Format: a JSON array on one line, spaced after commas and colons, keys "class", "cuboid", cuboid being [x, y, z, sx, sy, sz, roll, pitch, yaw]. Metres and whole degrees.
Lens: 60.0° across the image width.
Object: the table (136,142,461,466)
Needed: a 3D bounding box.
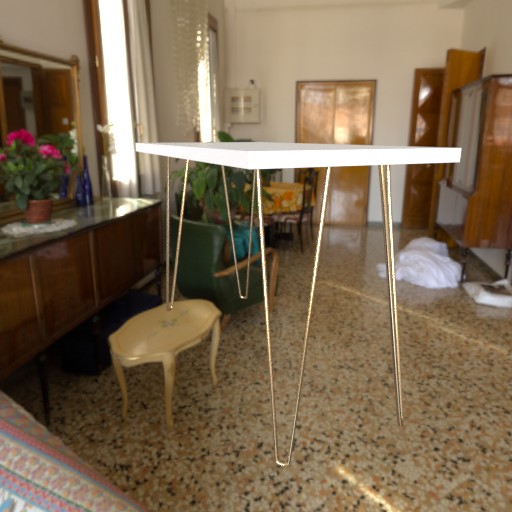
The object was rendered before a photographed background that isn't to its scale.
[{"class": "table", "cuboid": [0.000, 0.000, 1.357, 0.498, 0.660, 0.991, -7, 17, -24]}]
